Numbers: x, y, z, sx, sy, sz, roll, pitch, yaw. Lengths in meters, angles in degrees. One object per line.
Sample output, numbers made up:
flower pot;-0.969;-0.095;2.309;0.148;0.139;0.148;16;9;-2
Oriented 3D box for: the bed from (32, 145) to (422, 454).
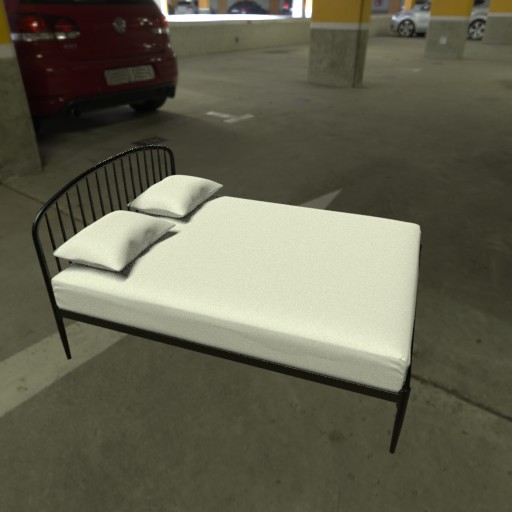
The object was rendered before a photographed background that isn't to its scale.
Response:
bed;0.000;0.000;3.044;2.159;1.166;1.618;10;31;17
